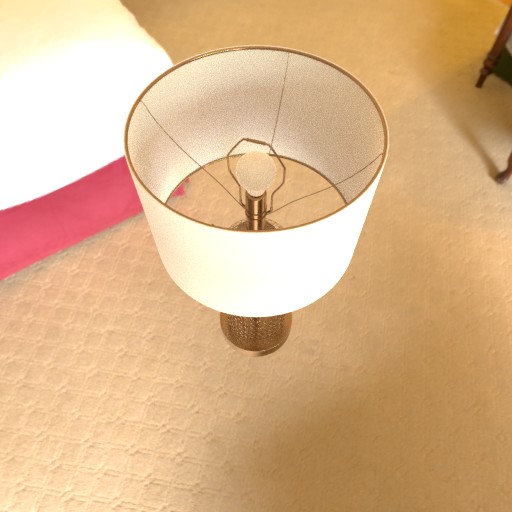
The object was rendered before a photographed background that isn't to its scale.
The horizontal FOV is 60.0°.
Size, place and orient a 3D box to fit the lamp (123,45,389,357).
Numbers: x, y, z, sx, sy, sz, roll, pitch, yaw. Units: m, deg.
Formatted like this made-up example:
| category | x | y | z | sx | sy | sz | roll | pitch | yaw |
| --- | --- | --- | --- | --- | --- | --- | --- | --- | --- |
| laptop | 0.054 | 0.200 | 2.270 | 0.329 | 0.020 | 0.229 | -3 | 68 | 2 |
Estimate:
| category | x | y | z | sx | sy | sz | roll | pitch | yaw |
| --- | --- | --- | --- | --- | --- | --- | --- | --- | --- |
| lamp | 0.000 | 0.000 | 0.630 | 0.252 | 0.483 | 0.252 | 15 | 60 | 9 |
